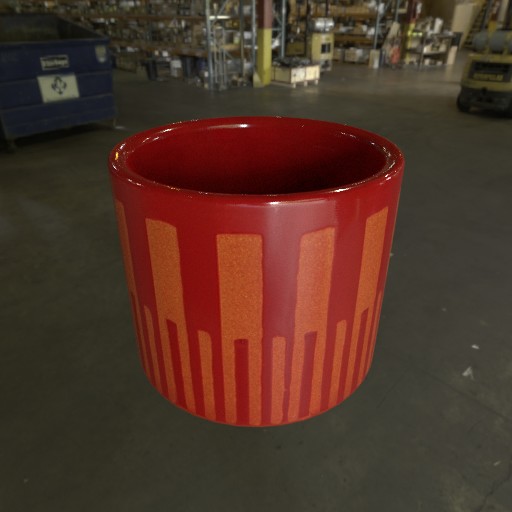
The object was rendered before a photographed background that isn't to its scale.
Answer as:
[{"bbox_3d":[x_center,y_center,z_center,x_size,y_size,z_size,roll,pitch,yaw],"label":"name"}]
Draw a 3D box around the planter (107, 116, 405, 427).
[{"bbox_3d":[0.000,0.000,0.403,0.230,0.202,0.230,0,29,0],"label":"planter"}]
